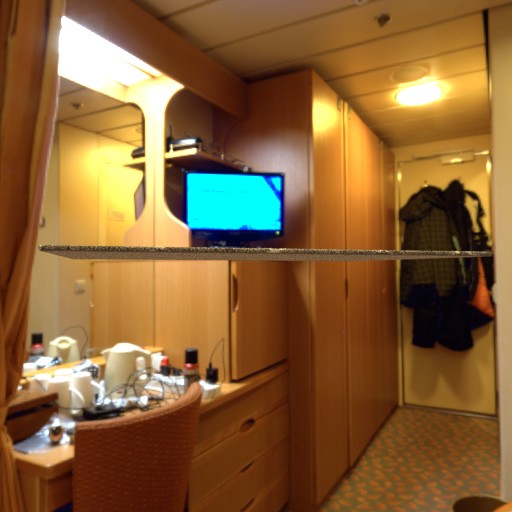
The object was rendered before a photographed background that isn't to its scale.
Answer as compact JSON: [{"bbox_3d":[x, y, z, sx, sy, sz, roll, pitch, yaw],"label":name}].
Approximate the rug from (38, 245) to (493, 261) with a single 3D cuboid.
[{"bbox_3d":[0.000,0.000,3.364,2.743,0.030,1.778,1,-2,-18],"label":"rug"}]
